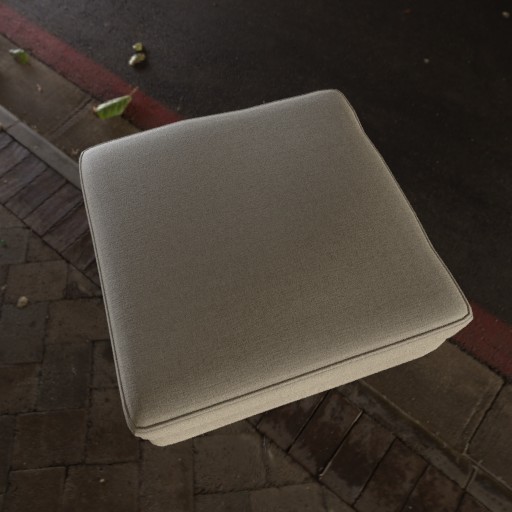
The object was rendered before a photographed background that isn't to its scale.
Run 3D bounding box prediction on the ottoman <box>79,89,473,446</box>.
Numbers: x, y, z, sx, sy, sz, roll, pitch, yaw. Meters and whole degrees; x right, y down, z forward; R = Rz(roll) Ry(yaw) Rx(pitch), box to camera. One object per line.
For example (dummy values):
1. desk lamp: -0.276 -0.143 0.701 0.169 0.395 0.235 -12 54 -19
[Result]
1. ottoman: 0.000 0.000 1.318 0.838 0.478 0.838 -16 64 -8
